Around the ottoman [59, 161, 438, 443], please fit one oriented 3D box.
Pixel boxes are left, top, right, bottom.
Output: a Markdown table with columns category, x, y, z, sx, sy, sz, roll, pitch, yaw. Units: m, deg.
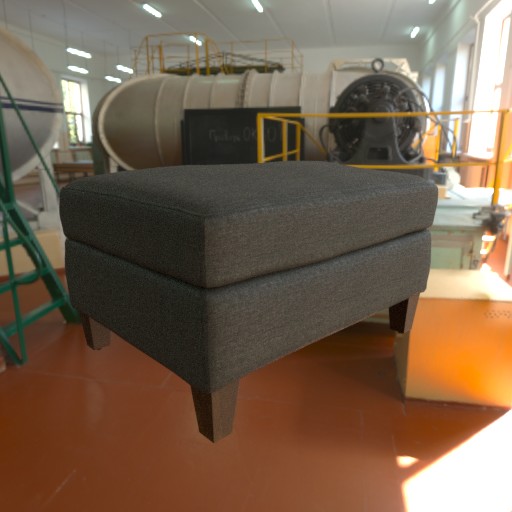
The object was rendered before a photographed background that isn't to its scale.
| category | x | y | z | sx | sy | sz | roll | pitch | yaw |
| --- | --- | --- | --- | --- | --- | --- | --- | --- | --- |
| ottoman | 0.000 | 0.000 | 1.204 | 0.826 | 0.496 | 0.639 | -14 | 20 | -42 |
